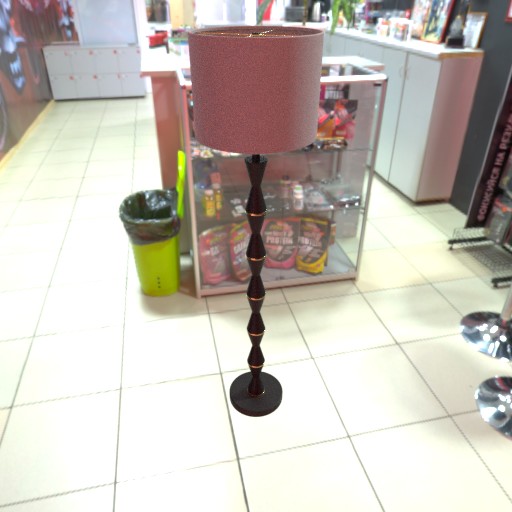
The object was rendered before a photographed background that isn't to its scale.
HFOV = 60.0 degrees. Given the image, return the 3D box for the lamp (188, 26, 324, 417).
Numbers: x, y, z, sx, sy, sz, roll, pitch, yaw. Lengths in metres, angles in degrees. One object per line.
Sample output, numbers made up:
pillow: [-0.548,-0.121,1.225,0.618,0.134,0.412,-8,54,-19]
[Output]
lamp: [0.000,0.000,1.629,0.381,1.480,0.381,11,33,17]
